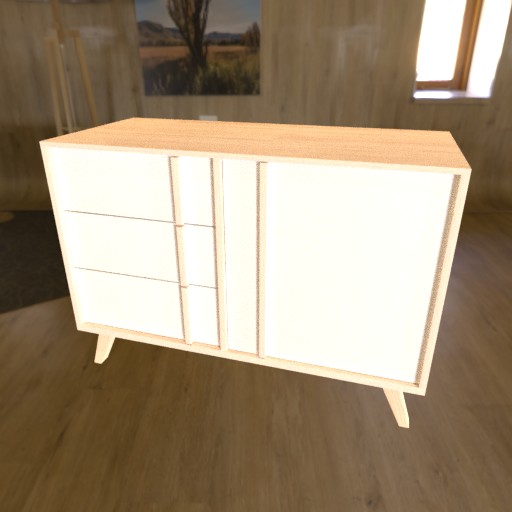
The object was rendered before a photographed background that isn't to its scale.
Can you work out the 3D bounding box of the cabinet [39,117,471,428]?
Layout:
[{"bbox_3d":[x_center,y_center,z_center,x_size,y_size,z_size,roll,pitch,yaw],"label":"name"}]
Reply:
[{"bbox_3d":[0.000,0.000,1.473,1.110,0.780,0.500,7,26,15],"label":"cabinet"}]
